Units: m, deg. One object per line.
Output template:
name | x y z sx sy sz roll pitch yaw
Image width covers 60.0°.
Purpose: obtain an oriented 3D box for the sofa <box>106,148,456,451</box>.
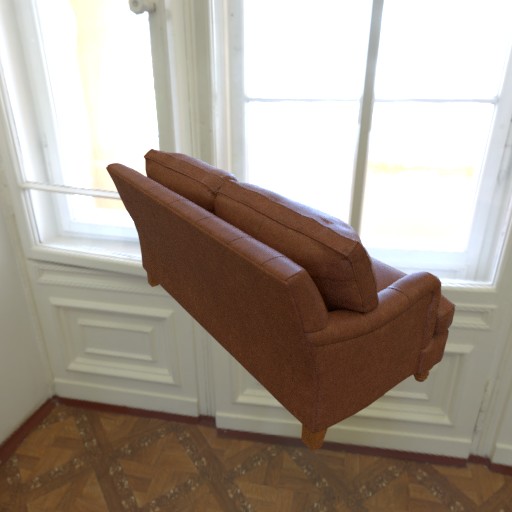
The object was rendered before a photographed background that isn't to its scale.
sofa | 0.000 0.000 2.802 1.147 1.071 2.144 -17 30 -31
